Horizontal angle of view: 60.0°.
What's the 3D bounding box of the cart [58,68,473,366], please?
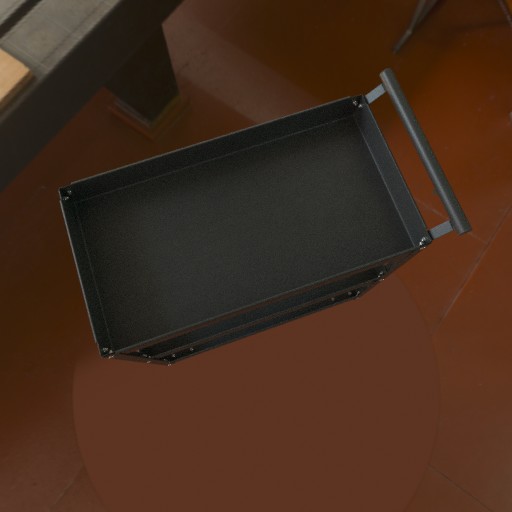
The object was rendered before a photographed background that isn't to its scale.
[{"bbox_3d":[0.000,0.000,1.197,0.719,0.780,0.366,-19,76,-5],"label":"cart"}]
